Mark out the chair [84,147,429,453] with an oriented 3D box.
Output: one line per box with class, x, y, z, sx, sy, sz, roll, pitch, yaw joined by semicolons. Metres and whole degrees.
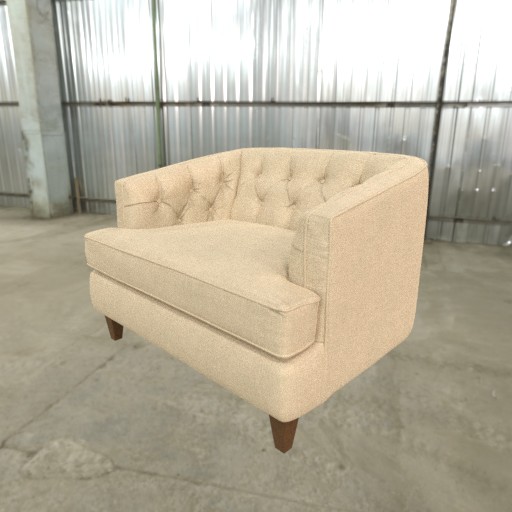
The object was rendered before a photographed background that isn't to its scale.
chair;0.000;0.000;1.734;1.118;0.787;0.914;16;23;43
